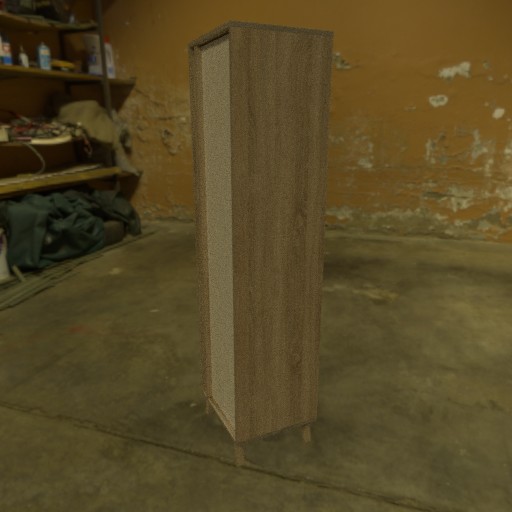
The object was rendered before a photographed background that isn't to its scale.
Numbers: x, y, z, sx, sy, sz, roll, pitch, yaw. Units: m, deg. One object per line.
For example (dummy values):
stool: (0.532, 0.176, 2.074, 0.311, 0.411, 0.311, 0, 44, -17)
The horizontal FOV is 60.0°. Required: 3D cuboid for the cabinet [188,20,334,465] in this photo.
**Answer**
cabinet: (0.000, 0.000, 2.185, 0.450, 1.960, 0.510, -8, 18, -25)
